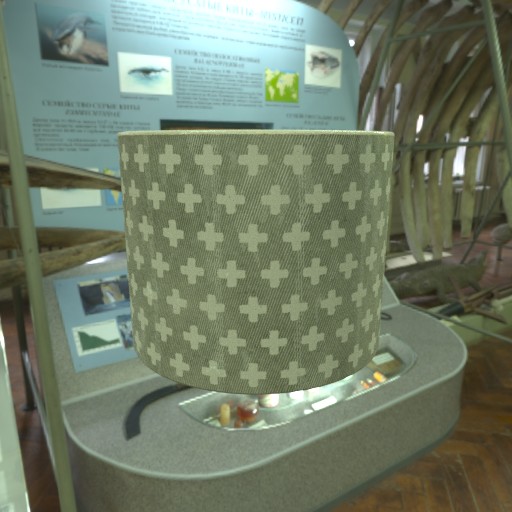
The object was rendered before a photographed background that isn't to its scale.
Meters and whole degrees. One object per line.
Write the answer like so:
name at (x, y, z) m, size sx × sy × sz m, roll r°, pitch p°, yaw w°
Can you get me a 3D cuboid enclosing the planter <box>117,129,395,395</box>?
planter at (0.000, 0.000, 0.340) m, size 0.190 × 0.181 × 0.190 m, roll 0°, pitch 14°, yaw 0°
